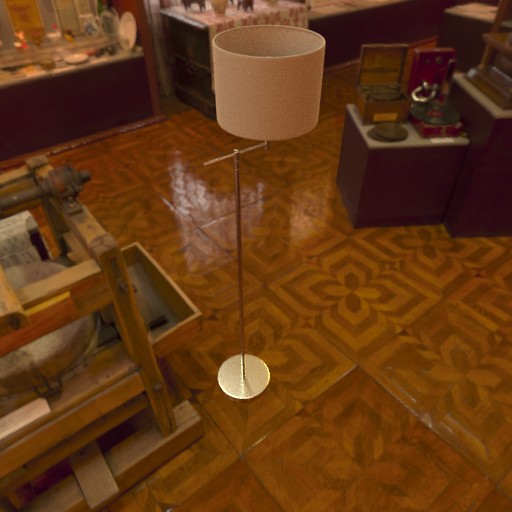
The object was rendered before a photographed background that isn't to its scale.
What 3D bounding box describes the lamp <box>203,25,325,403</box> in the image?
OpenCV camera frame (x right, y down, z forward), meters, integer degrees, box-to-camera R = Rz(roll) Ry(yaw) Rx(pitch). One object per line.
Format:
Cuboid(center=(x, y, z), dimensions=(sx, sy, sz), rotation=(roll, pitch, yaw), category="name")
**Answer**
Cuboid(center=(0.000, 0.000, 1.777), dimensions=(0.416, 1.600, 0.324), rotation=(-26, 47, -27), category="lamp")
